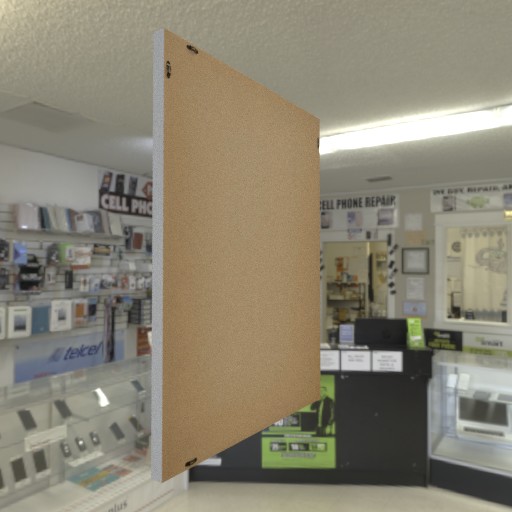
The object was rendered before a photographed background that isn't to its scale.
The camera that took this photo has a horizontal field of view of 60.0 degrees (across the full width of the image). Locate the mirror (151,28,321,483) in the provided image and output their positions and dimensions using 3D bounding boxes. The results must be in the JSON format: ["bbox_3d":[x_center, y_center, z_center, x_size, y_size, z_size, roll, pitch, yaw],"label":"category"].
[{"bbox_3d":[0.000,0.000,1.307,0.040,1.016,0.762,-1,-2,35],"label":"mirror"}]
